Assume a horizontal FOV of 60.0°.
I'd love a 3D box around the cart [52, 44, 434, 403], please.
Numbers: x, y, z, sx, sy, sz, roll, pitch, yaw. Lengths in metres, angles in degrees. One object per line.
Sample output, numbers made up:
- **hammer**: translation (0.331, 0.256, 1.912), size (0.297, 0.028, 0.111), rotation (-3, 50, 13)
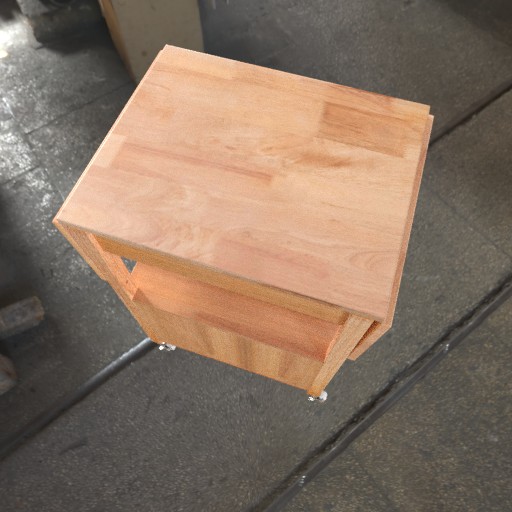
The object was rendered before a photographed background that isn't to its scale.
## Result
- **cart**: translation (0.000, 0.000, 1.244), size (0.640, 0.838, 0.508), rotation (17, 64, 8)
